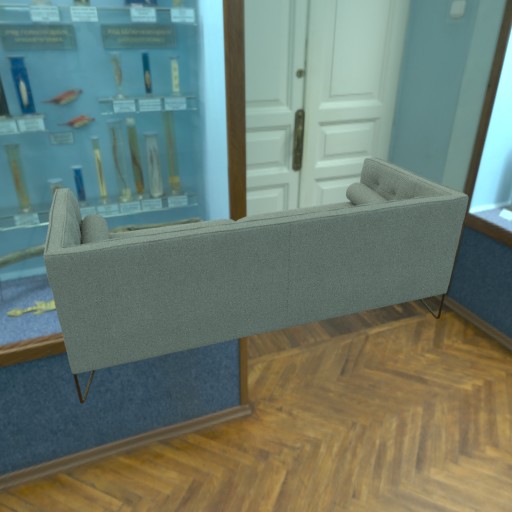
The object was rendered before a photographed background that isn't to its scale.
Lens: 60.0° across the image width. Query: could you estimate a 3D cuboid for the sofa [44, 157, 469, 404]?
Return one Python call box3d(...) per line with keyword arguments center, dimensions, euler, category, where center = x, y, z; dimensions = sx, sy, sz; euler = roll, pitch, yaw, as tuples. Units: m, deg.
box3d(center=(0.000, 0.000, 2.556), dimensions=(2.079, 0.798, 0.912), euler=(-9, 29, -17), category="sofa")
